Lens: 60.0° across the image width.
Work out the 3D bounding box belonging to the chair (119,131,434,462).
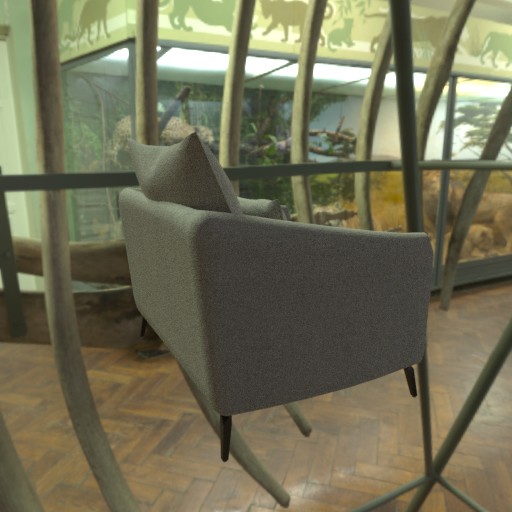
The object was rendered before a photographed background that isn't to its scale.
[{"bbox_3d":[0.000,0.000,1.637,0.801,0.856,1.029,-7,15,-27],"label":"chair"}]
